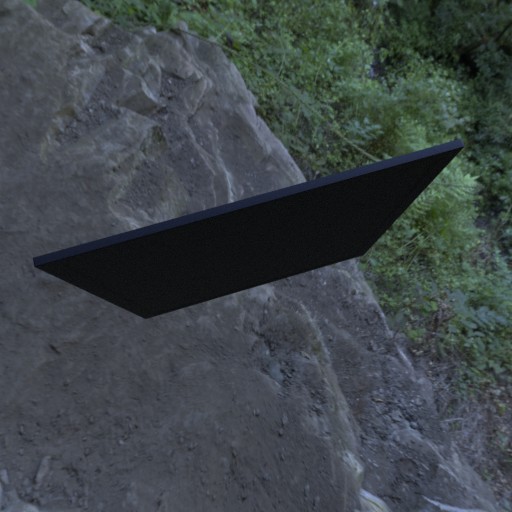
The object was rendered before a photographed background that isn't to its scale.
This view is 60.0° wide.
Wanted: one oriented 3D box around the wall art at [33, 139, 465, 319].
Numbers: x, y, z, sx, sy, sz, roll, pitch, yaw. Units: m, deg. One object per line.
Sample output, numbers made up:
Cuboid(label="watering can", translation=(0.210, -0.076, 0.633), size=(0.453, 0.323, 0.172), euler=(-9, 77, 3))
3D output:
Cuboid(label="wall art", translation=(0.000, 0.000, 0.825), size=(0.562, 0.558, 0.012), euler=(-16, 76, -4))
